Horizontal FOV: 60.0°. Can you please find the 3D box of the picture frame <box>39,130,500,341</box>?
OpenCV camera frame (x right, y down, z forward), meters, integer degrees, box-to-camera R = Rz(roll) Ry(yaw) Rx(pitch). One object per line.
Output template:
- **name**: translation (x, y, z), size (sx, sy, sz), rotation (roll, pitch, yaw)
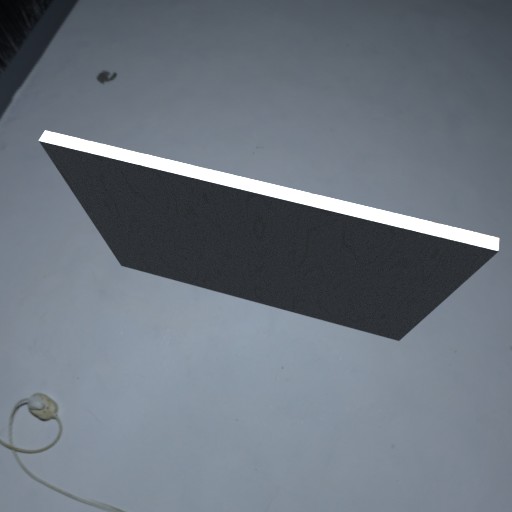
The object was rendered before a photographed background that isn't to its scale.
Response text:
- **picture frame**: translation (0.000, 0.000, 1.178), size (0.950, 0.640, 0.029), rotation (14, 65, 7)
